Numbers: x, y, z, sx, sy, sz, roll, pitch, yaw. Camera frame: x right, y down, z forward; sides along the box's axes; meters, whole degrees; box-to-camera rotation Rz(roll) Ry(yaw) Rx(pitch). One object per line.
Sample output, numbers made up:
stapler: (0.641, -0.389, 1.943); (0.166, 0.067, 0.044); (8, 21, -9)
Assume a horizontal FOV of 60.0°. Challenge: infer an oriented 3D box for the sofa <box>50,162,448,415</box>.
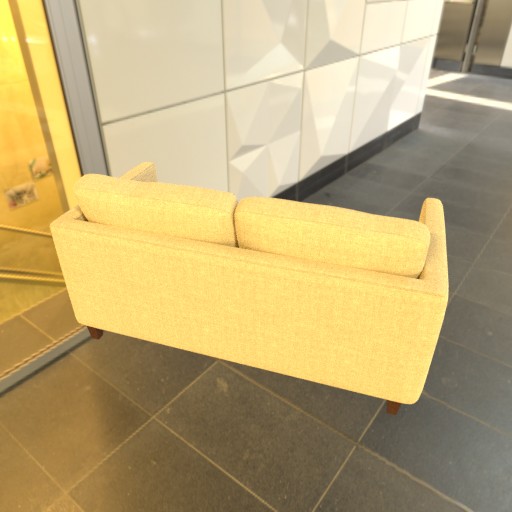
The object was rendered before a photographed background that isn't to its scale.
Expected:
sofa: (0.000, 0.000, 2.454); (1.884, 0.963, 0.950); (10, 34, 15)
